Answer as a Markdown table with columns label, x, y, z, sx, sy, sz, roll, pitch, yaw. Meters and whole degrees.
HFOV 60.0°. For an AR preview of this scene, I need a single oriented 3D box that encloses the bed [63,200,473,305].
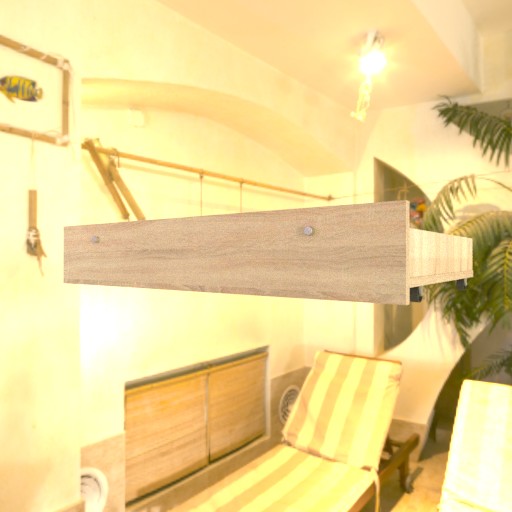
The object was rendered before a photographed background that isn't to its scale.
| label | x | y | z | sx | sy | sz | roll | pitch | yaw |
| --- | --- | --- | --- | --- | --- | --- | --- | --- | --- |
| bed | 0.000 | 0.000 | 1.465 | 1.200 | 0.209 | 0.685 | 0 | 0 | 37 |
